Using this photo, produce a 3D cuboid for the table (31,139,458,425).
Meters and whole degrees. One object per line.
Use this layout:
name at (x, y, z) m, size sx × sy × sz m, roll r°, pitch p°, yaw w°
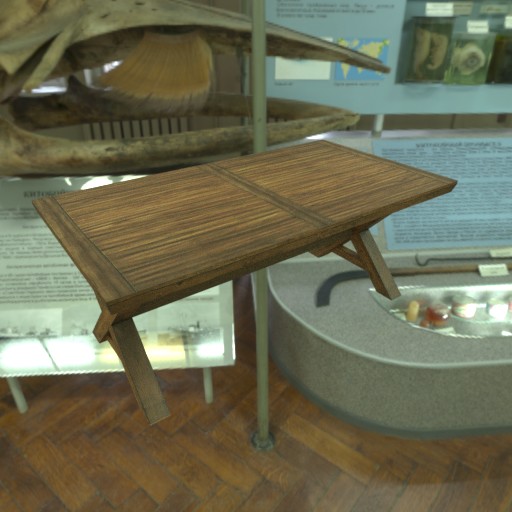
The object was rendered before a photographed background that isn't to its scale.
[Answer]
table at (0.000, 0.000, 2.507) m, size 1.966 × 0.793 × 1.071 m, roll -19°, pitch 35°, yaw -31°
